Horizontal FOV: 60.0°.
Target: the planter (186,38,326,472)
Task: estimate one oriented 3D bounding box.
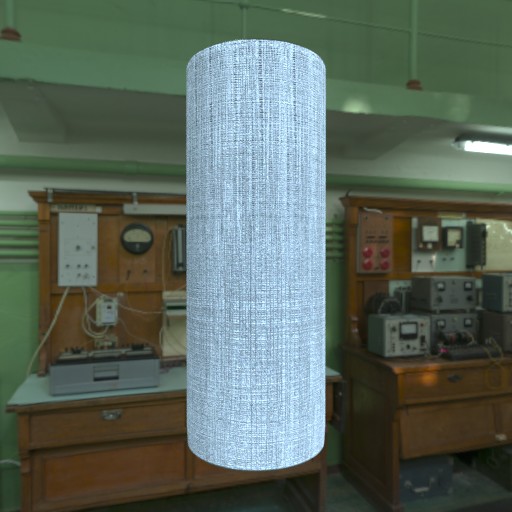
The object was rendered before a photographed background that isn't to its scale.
[{"bbox_3d":[0.000,0.000,0.323,0.100,0.270,0.100,0,1,-18],"label":"planter"}]
